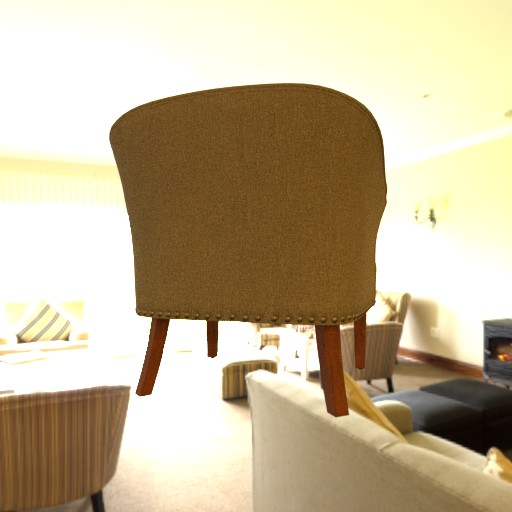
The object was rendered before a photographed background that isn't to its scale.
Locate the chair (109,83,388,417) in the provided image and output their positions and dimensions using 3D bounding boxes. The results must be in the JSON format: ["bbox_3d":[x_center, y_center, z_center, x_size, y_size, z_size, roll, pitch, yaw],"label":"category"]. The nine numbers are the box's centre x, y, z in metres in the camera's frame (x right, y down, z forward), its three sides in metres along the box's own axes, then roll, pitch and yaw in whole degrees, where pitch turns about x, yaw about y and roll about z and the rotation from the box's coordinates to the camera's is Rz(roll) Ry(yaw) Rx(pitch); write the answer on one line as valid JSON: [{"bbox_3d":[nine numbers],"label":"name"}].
[{"bbox_3d":[0.000,0.000,1.406,0.798,0.815,0.704,0,-1,18],"label":"chair"}]
